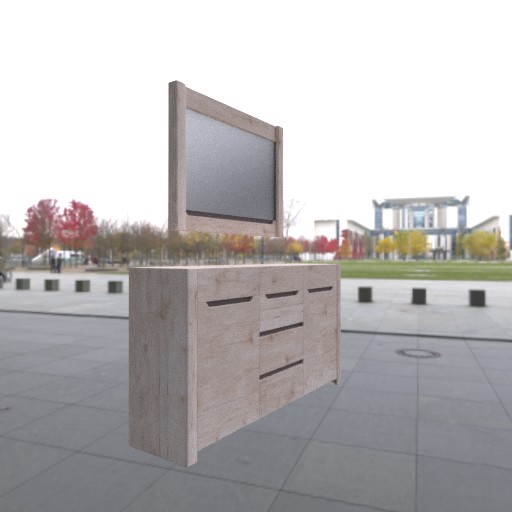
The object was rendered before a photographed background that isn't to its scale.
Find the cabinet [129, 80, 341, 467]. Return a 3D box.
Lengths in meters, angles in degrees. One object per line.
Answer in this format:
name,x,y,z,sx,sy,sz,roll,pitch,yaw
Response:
cabinet,0.000,0.000,2.876,0.420,1.981,1.700,0,0,35
